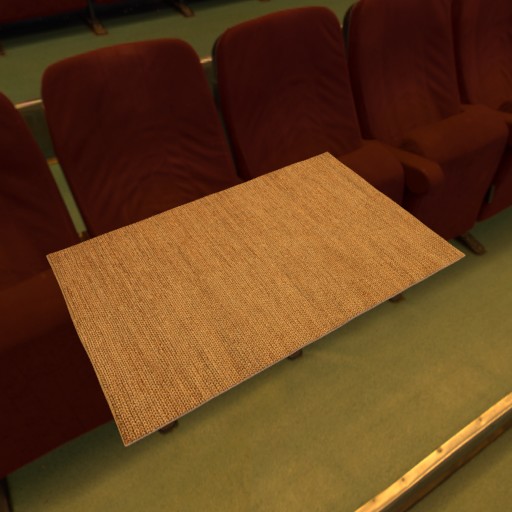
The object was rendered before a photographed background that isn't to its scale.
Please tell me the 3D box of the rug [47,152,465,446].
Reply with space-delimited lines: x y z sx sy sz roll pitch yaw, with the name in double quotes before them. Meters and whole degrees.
"rug" 0.000 0.000 3.033 2.438 0.034 1.521 -24 50 -22
